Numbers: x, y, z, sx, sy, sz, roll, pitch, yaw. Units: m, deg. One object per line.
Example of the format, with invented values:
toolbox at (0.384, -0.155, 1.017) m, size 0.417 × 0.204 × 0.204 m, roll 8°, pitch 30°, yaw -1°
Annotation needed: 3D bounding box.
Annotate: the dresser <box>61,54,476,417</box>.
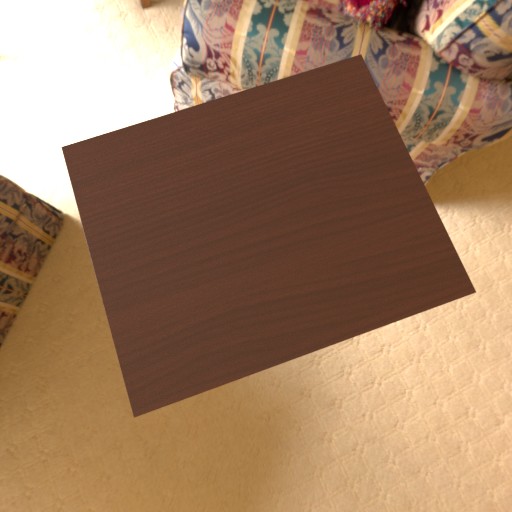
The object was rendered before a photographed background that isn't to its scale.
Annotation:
dresser at (0.000, 0.000, 0.753) m, size 0.400 × 0.470 × 0.360 m, roll -19°, pitch 76°, yaw -5°
